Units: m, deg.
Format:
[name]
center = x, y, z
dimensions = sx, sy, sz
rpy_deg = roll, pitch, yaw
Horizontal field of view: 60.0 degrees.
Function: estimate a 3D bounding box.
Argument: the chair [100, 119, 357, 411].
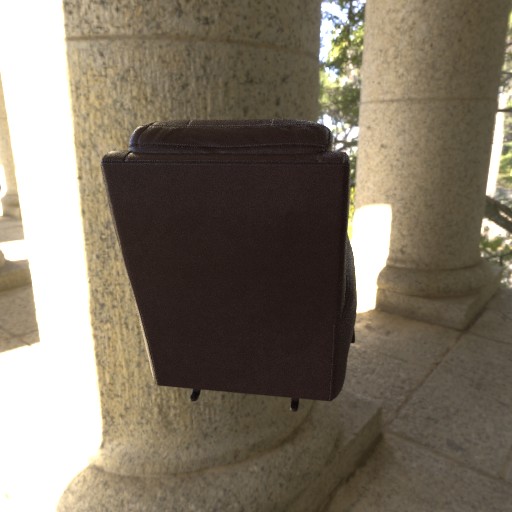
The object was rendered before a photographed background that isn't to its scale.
[chair]
center = 0.000, 0.000, 1.787
dimensions = 0.829, 1.030, 1.080
rpy_deg = 3, 16, 9
